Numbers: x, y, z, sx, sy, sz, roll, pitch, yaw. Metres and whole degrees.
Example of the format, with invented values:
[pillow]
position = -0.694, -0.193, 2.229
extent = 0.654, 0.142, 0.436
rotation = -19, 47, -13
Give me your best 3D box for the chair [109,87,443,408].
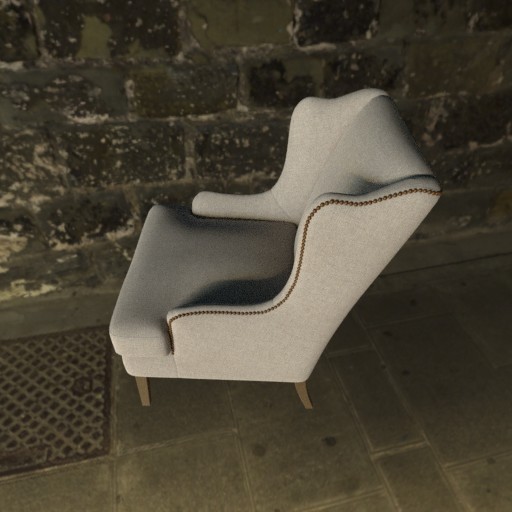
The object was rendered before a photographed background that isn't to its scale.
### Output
[chair]
position = 0.000, 0.000, 1.638
extent = 0.940, 1.029, 0.737
rotation = 1, 41, 1
